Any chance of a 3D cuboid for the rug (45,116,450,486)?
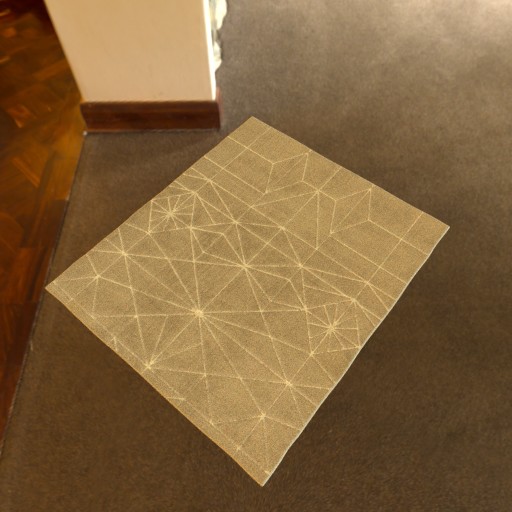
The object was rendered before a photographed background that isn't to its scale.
[{"bbox_3d":[0.000,0.000,0.905,0.548,0.006,0.639,35,64,20],"label":"rug"}]
